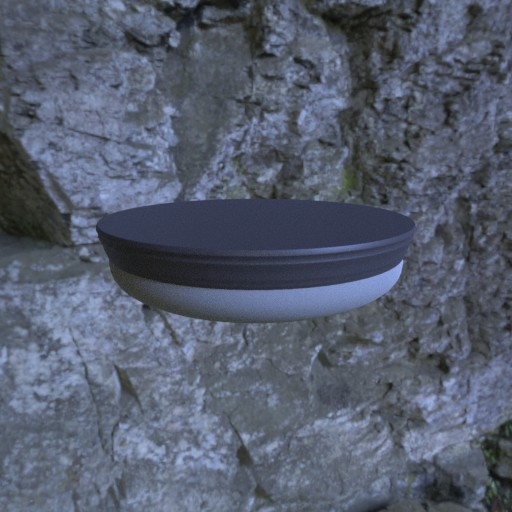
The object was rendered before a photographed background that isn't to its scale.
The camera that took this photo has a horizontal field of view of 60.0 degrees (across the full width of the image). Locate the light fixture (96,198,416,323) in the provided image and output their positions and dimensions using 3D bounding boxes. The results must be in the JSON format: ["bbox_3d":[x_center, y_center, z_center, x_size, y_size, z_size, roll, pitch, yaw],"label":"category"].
[{"bbox_3d":[0.000,0.000,0.550,0.368,0.100,0.368,0,14,0],"label":"light fixture"}]
